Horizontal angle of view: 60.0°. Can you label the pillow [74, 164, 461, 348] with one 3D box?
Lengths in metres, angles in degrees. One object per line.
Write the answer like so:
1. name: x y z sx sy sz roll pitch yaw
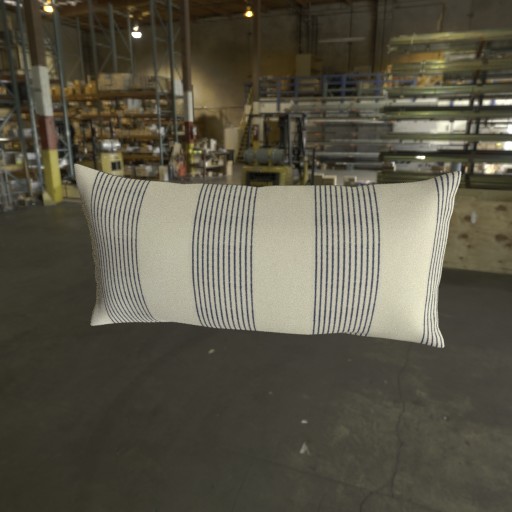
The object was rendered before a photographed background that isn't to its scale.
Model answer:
1. pillow: 0.000 0.000 0.719 0.610 0.287 0.151 2 16 9
